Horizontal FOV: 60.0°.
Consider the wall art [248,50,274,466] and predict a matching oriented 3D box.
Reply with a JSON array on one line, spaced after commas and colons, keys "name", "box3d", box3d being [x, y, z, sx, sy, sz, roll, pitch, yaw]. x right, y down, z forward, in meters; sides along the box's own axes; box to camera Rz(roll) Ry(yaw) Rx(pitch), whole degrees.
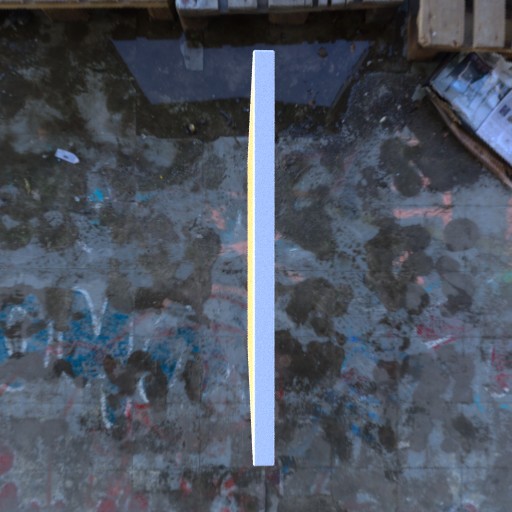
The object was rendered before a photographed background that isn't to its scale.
[{"name": "wall art", "box3d": [0.000, 0.000, 1.583, 0.046, 1.221, 0.914, 0, 91, -2]}]
